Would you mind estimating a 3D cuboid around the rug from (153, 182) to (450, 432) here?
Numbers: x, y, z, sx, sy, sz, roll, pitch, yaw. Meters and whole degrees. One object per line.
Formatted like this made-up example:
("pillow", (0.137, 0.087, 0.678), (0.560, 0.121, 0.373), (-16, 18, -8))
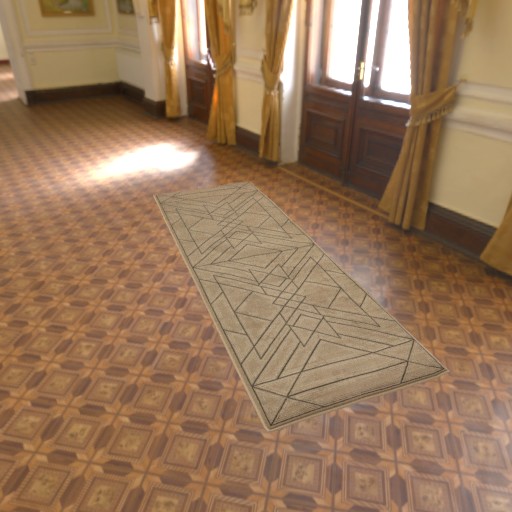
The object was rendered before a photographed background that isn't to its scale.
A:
("rug", (0.000, 0.000, 2.679), (0.831, 0.036, 2.381), (-11, 32, -18))
